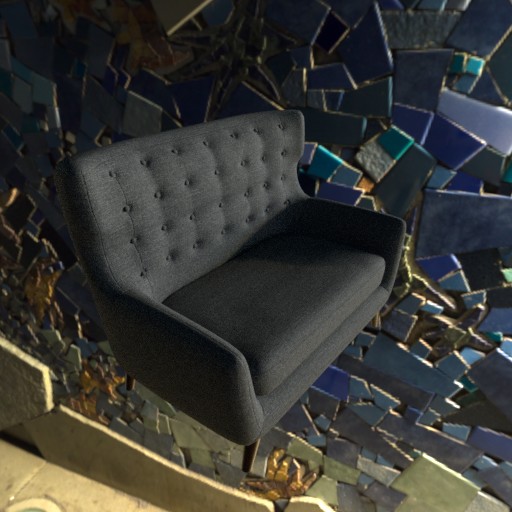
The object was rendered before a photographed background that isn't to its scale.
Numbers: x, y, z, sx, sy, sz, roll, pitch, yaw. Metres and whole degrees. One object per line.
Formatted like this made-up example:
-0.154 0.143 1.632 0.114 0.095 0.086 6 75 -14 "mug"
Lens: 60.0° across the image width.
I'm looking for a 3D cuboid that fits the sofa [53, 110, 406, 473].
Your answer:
0.000 0.000 1.945 0.874 1.028 1.358 19 33 33 "sofa"
